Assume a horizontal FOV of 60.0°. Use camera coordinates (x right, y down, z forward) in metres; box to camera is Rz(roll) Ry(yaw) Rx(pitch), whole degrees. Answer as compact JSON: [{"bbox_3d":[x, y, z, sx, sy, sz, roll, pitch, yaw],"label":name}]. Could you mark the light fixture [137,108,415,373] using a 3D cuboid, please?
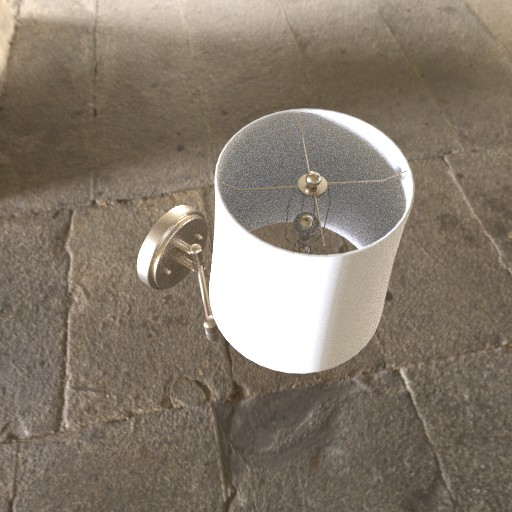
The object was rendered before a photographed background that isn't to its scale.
[{"bbox_3d":[0.000,0.000,0.573,0.348,0.381,0.223,30,62,17],"label":"light fixture"}]
